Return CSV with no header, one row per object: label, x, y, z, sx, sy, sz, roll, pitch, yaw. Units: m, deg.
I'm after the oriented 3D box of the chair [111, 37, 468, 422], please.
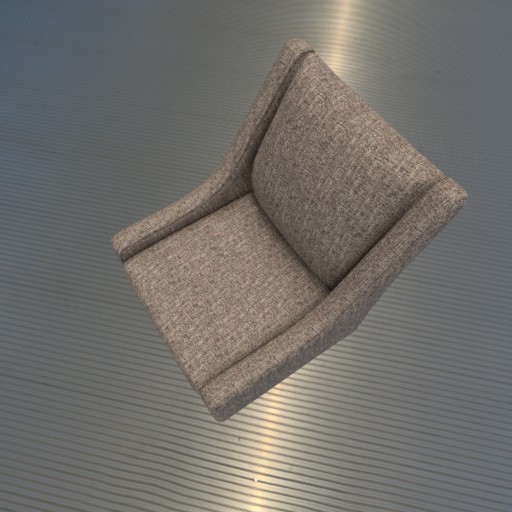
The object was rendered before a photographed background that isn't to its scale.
chair,0.000,0.000,1.617,0.870,1.014,0.774,-31,67,-15
